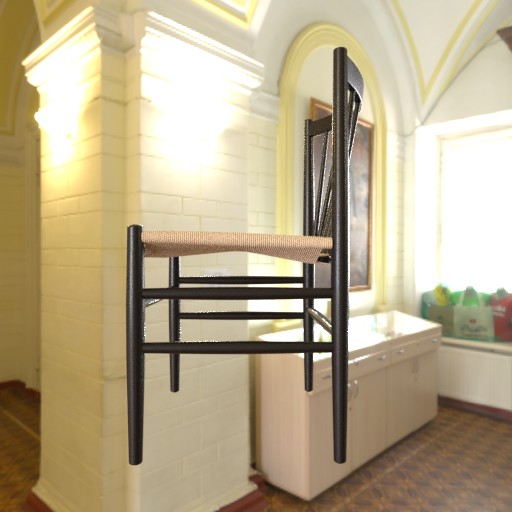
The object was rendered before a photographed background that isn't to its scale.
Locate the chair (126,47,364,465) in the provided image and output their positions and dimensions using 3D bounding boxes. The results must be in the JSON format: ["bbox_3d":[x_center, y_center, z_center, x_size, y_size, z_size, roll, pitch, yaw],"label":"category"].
[{"bbox_3d":[0.000,0.000,1.101,0.516,0.818,0.495,0,0,-1],"label":"chair"}]
